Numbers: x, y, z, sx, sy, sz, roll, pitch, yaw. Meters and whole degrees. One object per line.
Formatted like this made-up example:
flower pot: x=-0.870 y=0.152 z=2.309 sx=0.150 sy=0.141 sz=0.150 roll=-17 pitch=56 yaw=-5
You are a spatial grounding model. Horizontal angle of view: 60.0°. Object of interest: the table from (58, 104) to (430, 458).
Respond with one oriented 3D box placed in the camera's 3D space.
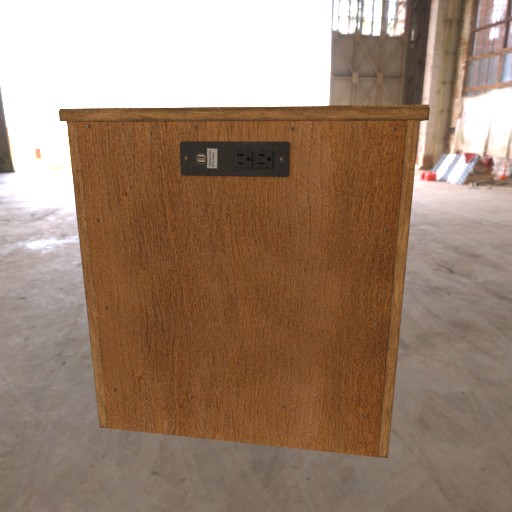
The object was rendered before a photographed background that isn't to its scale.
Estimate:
table: x=0.000 y=0.000 z=1.018 sx=0.601 sy=0.625 sz=0.494 roll=2 pitch=16 yaw=9
